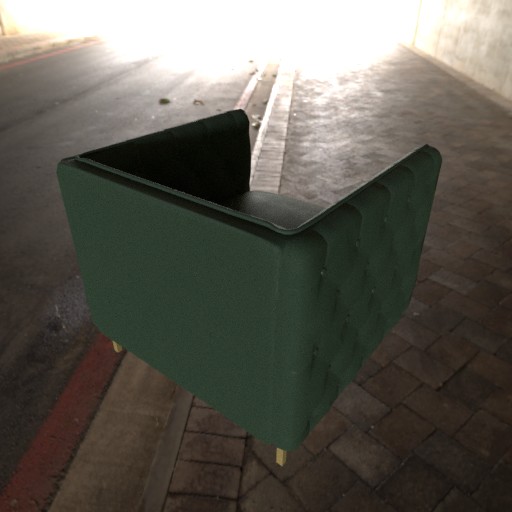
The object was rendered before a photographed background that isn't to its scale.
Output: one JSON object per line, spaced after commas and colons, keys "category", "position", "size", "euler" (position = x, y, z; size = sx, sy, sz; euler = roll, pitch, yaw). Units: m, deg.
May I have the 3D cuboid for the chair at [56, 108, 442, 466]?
{"category": "chair", "position": [0.000, 0.000, 1.536], "size": [0.917, 0.768, 0.855], "euler": [22, 38, 32]}
